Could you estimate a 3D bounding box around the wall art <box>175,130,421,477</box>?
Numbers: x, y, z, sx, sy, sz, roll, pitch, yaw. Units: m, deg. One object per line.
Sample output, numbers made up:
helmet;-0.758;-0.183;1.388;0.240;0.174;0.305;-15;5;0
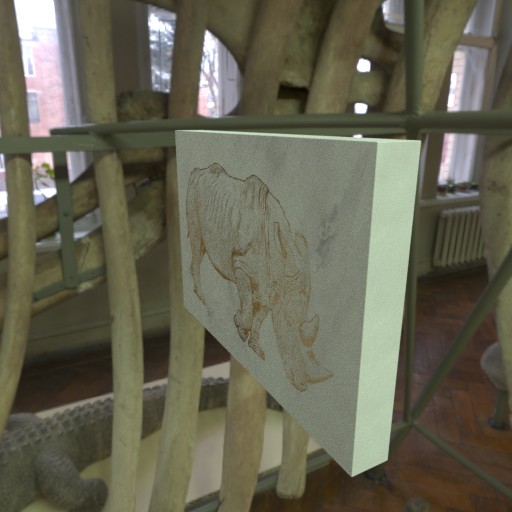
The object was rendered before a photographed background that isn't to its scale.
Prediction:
wall art;0.000;0.000;0.477;0.038;0.254;0.381;-9;19;-27
